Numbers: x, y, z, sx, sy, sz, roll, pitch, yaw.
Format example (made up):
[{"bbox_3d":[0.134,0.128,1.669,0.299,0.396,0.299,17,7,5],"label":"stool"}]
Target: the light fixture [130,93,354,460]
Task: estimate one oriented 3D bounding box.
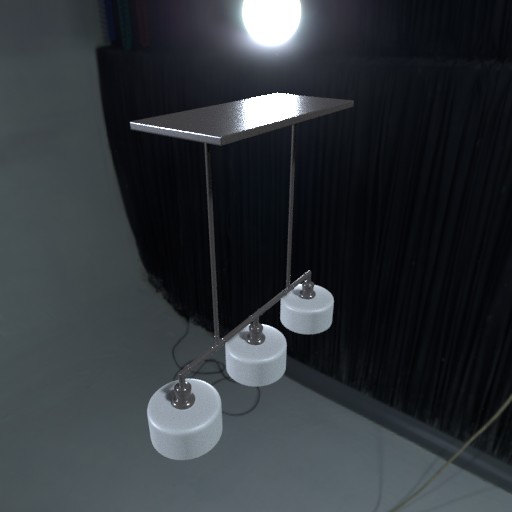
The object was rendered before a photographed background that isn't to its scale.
[{"bbox_3d":[0.000,0.000,0.878,0.177,0.557,0.582,18,32,32],"label":"light fixture"}]
